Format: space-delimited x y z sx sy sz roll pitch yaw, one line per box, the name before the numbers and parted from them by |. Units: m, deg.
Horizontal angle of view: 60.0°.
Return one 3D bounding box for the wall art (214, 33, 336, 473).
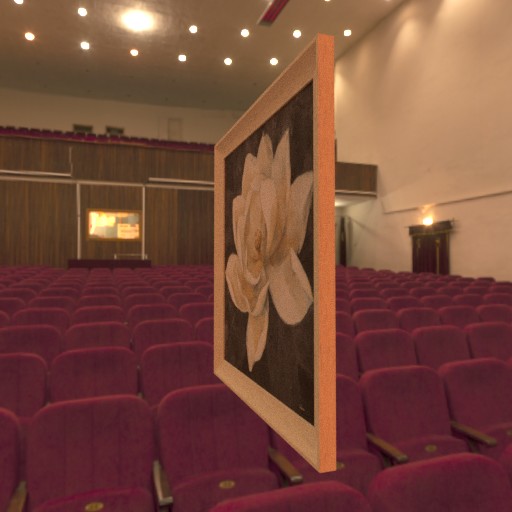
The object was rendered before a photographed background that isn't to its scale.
wall art | 0.000 0.000 1.510 0.045 1.016 1.016 1 -2 -19
